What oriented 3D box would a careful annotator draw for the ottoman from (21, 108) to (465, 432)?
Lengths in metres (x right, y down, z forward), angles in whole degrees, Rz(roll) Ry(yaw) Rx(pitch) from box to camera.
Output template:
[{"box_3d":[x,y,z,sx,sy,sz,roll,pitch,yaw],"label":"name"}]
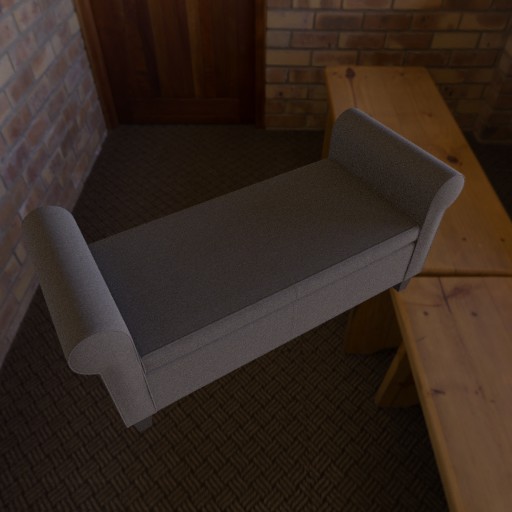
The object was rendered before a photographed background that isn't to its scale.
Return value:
[{"box_3d":[0.000,0.000,1.489,1.256,0.547,0.521,-23,50,-21],"label":"ottoman"}]
